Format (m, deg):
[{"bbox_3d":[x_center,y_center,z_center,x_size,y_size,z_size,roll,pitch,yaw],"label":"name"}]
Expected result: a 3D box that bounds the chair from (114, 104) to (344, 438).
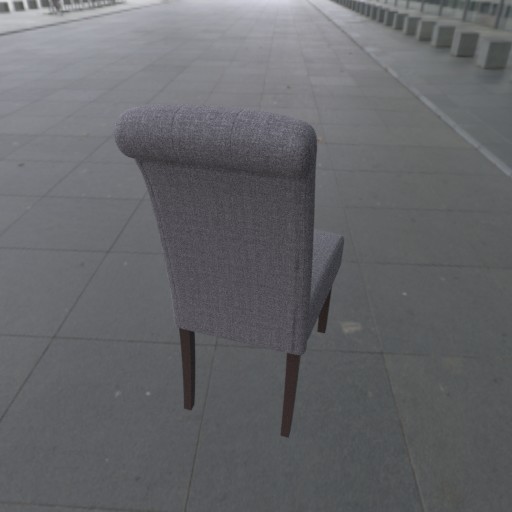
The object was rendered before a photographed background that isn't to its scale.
[{"bbox_3d":[0.000,0.000,1.349,0.456,1.006,0.671,10,33,15],"label":"chair"}]
